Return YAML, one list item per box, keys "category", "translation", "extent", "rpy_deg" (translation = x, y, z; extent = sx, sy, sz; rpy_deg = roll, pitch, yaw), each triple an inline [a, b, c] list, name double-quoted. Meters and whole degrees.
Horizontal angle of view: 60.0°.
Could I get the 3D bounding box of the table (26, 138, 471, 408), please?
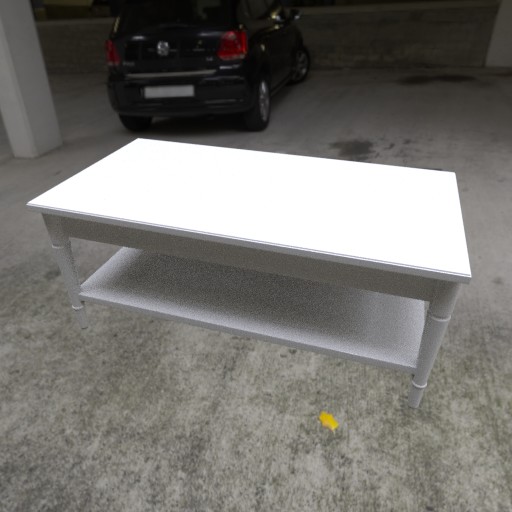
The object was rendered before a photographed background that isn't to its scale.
- category: "table"
  translation: [0.000, 0.000, 1.352]
  extent: [1.067, 0.457, 0.559]
  rpy_deg: [10, 34, 15]
